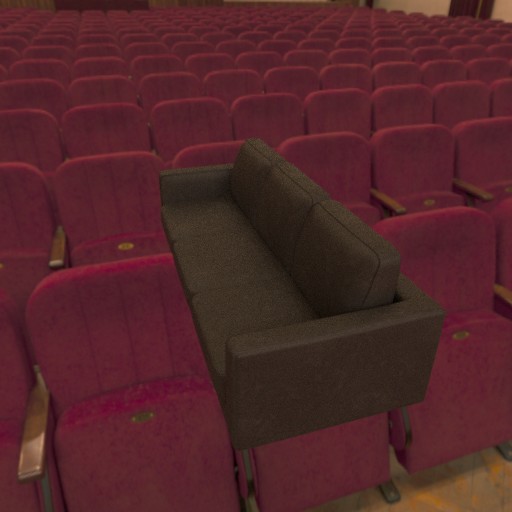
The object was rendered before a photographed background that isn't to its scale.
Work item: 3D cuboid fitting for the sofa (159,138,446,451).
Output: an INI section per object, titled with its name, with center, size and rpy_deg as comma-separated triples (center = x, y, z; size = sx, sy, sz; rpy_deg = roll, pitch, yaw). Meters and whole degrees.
[sofa]
center = 0.000, 0.000, 2.513
size = 0.879, 0.899, 2.029
rpy_deg = -9, 30, -15
